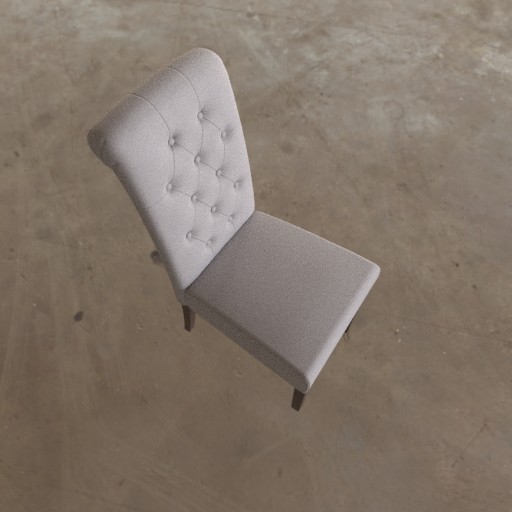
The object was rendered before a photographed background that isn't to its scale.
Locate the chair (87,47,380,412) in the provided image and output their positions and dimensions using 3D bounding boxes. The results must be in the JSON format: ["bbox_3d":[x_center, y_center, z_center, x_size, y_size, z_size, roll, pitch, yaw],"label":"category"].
[{"bbox_3d":[0.000,0.000,1.366,0.671,1.006,0.456,30,62,18],"label":"chair"}]
